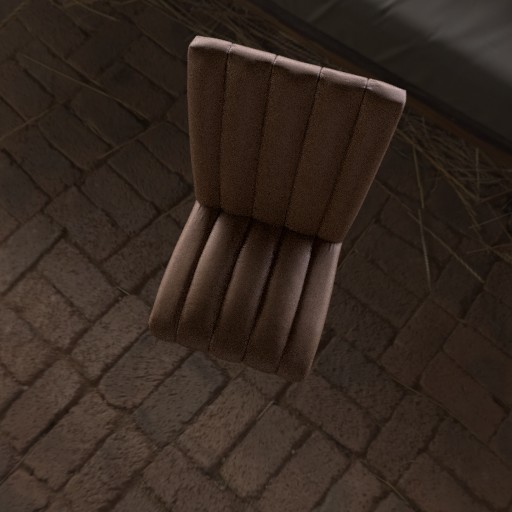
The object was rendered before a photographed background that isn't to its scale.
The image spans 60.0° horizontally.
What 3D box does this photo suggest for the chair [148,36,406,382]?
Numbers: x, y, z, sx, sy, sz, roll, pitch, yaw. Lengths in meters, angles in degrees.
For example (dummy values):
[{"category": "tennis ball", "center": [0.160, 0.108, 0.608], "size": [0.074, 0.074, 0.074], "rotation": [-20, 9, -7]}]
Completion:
[{"category": "chair", "center": [0.000, 0.000, 1.350], "size": [0.511, 1.016, 0.647], "rotation": [17, 76, 4]}]
